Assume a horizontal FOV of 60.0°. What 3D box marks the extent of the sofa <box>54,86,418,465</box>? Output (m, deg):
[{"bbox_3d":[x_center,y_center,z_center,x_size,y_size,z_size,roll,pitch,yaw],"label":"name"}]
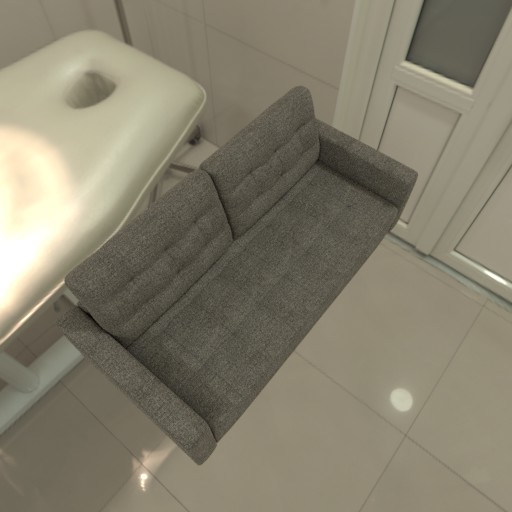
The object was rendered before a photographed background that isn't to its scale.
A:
[{"bbox_3d":[0.000,0.000,2.308,0.863,0.902,1.821,35,64,20],"label":"sofa"}]
